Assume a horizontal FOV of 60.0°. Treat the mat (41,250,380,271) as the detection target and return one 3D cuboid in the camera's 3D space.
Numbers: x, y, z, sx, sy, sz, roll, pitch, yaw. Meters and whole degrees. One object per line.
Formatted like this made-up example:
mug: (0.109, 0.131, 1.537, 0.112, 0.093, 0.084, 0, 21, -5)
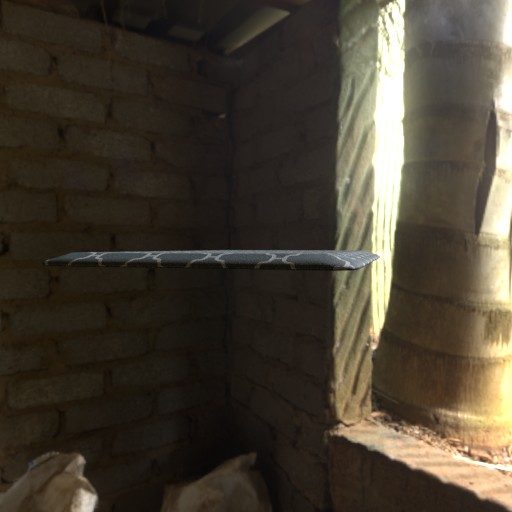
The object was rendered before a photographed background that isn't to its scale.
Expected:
mat: (0.000, 0.000, 0.987, 0.508, 0.021, 0.762, 0, 1, 18)
